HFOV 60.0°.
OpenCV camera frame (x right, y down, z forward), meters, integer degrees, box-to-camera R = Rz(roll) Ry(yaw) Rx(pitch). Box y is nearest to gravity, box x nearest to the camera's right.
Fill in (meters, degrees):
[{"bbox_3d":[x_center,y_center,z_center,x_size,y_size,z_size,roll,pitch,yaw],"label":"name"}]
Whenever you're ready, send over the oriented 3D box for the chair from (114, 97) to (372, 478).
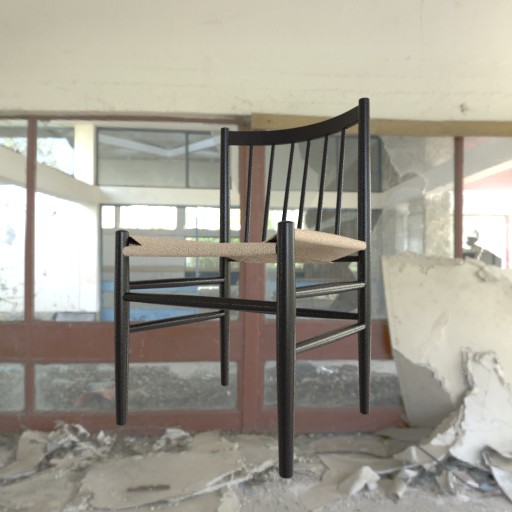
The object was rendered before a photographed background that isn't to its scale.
[{"bbox_3d":[0.000,0.000,1.142,0.495,0.818,0.516,0,-1,34],"label":"chair"}]
